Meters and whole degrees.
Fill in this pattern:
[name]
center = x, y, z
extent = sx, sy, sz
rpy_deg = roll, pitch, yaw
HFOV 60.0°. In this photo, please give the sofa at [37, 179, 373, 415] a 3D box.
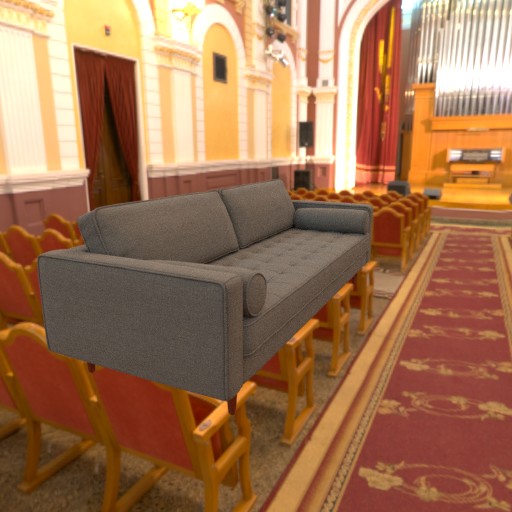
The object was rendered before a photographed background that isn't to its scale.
[sofa]
center = 0.000, 0.000, 2.585
extent = 0.914, 0.762, 2.198
rpy_deg = 7, 15, 26
